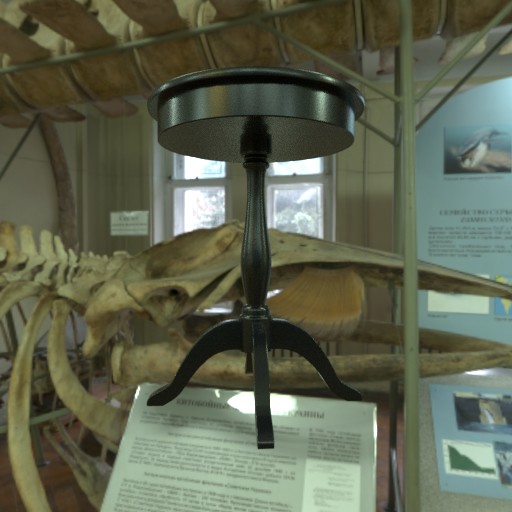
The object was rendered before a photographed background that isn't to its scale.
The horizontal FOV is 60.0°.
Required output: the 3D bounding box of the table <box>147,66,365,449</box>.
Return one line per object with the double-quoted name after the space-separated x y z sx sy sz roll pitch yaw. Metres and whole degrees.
0.000 0.000 1.006 0.481 0.665 0.481 0 1 0 "table"
